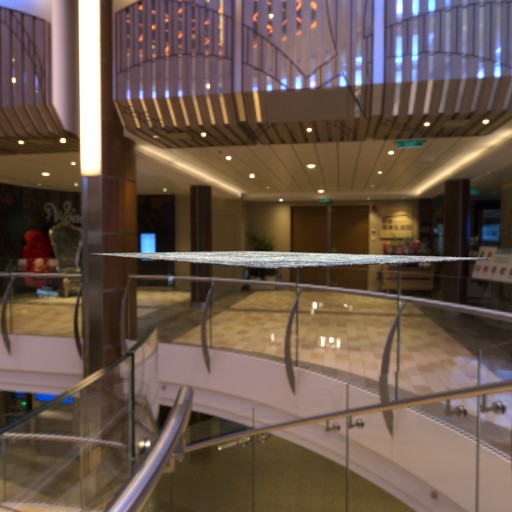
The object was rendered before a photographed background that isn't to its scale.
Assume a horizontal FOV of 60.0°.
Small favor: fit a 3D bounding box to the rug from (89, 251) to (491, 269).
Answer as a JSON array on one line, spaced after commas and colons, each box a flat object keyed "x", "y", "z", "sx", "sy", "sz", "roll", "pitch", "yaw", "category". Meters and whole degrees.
[{"x": 0.000, "y": 0.000, "z": 2.324, "sx": 1.219, "sy": 0.005, "sz": 1.828, "roll": -1, "pitch": 2, "yaw": -35, "category": "rug"}]
